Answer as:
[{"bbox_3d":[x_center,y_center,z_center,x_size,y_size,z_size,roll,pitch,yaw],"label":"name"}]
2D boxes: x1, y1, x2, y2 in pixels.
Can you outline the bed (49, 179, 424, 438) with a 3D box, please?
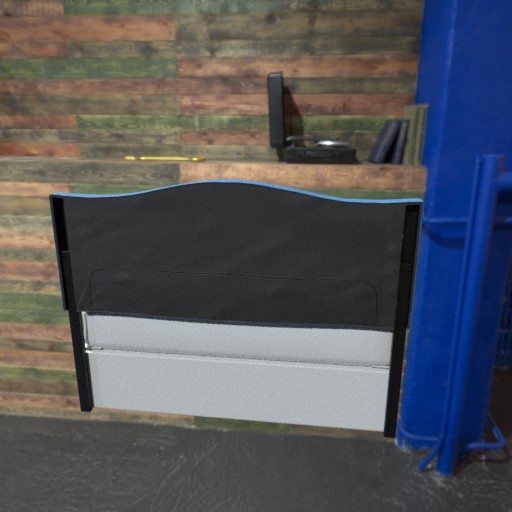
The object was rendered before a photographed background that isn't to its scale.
[{"bbox_3d":[0.000,0.000,2.852,1.610,1.169,1.872,2,16,7],"label":"bed"}]
